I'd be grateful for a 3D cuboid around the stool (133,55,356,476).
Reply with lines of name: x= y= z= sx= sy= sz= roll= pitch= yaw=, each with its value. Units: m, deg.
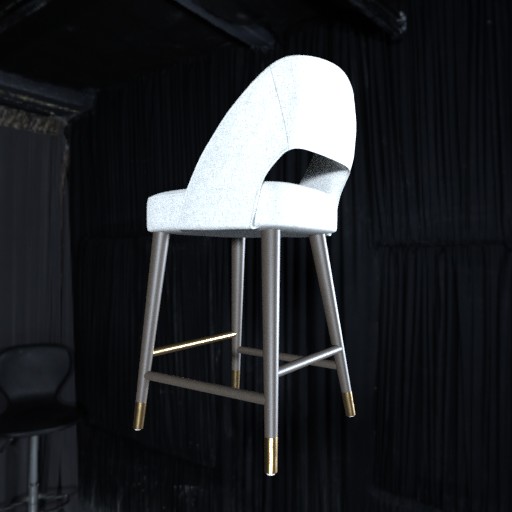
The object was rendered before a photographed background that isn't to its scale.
stool: x=0.000 y=0.000 z=1.241 sx=0.509 sy=0.940 sz=0.494 roll=0 pitch=0 yaw=35
